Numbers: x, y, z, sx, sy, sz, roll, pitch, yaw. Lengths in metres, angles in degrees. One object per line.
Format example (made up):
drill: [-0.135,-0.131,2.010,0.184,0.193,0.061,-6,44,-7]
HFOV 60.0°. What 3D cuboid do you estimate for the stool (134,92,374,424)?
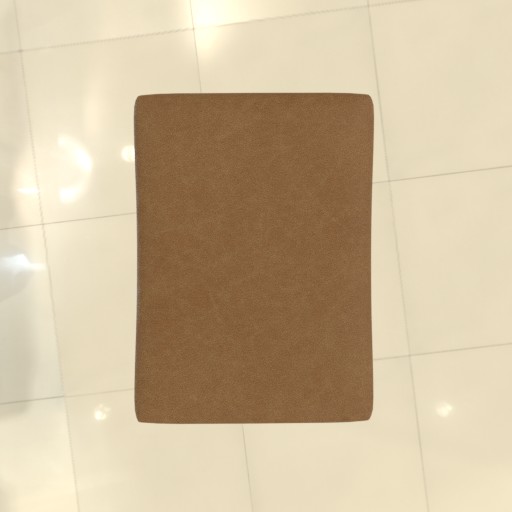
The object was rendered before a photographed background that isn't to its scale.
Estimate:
stool: [0.000,0.000,0.940,0.361,0.660,0.500,0,90,1]
